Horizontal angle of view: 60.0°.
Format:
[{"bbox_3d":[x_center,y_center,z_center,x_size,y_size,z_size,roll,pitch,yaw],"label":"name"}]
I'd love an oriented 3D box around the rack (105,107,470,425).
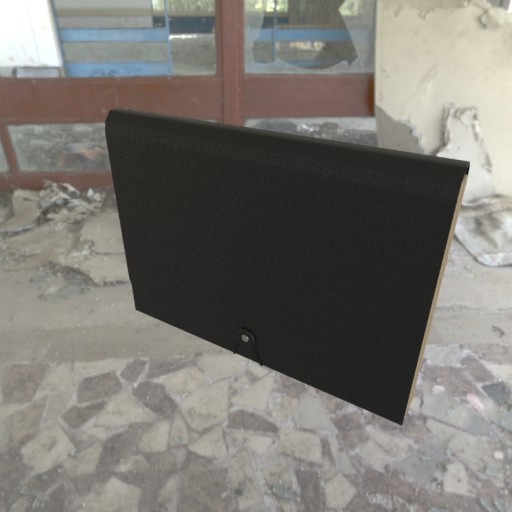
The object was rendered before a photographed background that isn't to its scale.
[{"bbox_3d":[0.000,0.000,0.428,0.330,0.241,0.041,17,34,27],"label":"rack"}]
